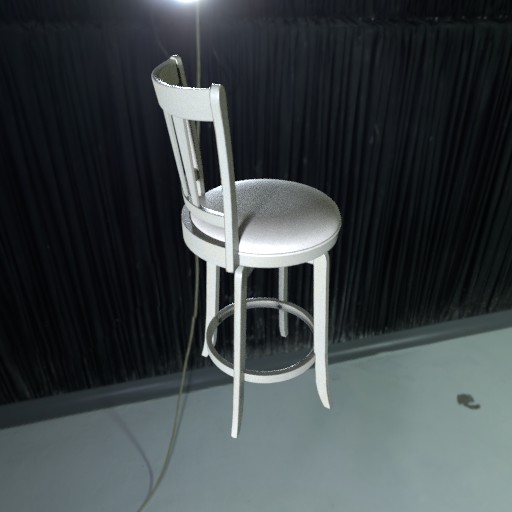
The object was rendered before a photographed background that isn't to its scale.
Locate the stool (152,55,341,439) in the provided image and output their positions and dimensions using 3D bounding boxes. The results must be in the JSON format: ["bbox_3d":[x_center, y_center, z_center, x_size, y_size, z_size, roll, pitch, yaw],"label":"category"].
[{"bbox_3d":[0.000,0.000,1.298,0.475,1.042,0.436,-11,33,-17],"label":"stool"}]
